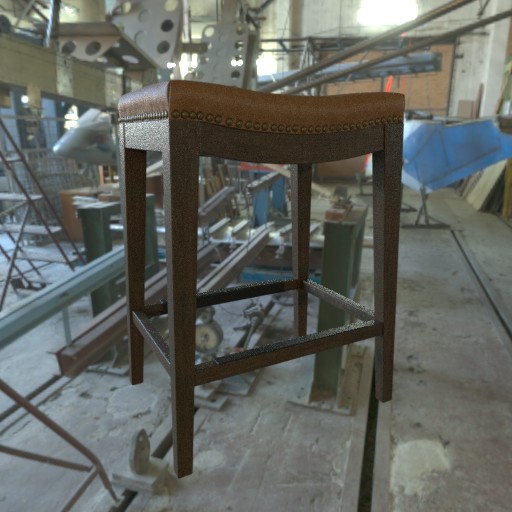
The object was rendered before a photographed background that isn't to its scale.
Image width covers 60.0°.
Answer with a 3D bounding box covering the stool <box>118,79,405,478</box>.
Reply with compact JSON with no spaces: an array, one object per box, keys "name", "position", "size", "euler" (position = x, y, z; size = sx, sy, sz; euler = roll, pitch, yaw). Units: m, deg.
[{"name":"stool","position":[0.000,0.000,0.948],"size":[0.500,0.660,0.361],"euler":[-8,17,-27]}]
